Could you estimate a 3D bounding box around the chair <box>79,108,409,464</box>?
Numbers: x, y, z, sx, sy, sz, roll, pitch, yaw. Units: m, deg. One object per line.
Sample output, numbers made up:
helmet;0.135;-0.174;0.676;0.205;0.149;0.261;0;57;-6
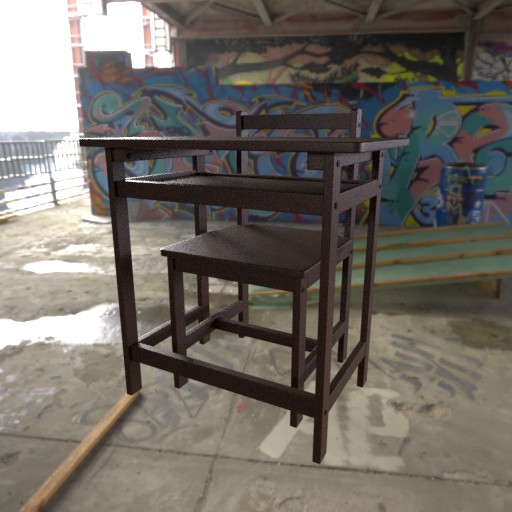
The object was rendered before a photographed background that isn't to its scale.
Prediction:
chair;0.000;0.000;1.050;0.599;0.673;0.463;8;18;27
